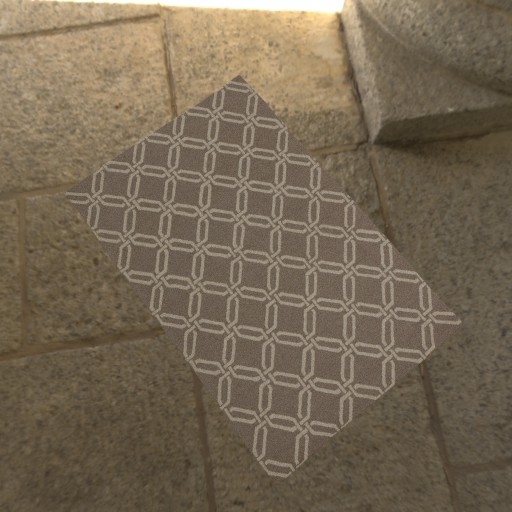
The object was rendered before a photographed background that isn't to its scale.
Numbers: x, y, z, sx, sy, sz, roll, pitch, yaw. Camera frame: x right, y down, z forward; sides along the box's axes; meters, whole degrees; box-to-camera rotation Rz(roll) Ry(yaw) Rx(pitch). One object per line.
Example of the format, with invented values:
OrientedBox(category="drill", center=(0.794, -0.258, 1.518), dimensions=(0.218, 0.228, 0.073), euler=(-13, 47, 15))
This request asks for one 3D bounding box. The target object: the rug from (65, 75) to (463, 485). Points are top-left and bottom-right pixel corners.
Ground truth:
OrientedBox(category="rug", center=(0.000, 0.000, 2.180), dimensions=(1.142, 0.010, 1.748), euler=(-37, 78, -9))
